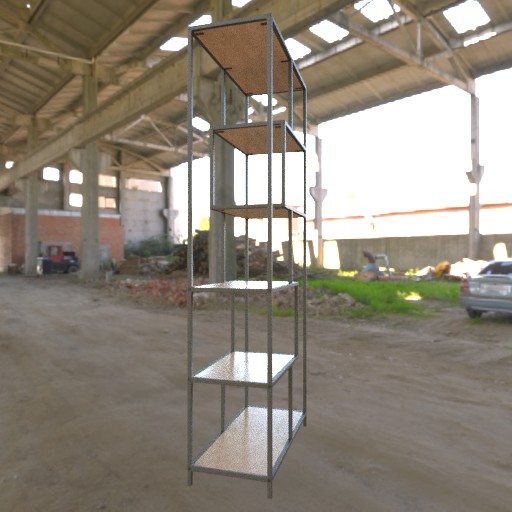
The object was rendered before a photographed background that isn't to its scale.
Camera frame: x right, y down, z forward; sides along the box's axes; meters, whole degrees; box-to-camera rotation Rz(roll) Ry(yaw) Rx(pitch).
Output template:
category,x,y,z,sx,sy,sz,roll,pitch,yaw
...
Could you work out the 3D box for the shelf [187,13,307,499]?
category,x,y,z,sx,sy,sz,roll,pitch,yaw
shelf,0.000,0.000,2.104,0.350,1.850,0.770,0,0,16
